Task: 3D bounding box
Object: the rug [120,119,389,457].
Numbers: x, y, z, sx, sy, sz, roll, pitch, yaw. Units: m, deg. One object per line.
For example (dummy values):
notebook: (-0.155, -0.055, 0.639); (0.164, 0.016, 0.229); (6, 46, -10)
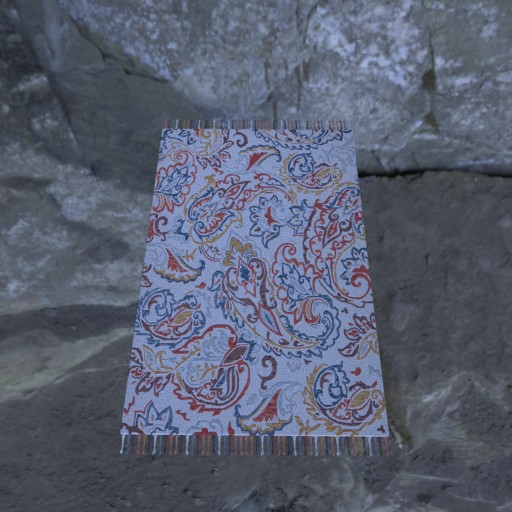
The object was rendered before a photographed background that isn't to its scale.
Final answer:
rug: (0.000, 0.000, 2.426); (1.218, 0.010, 1.997); (0, 63, 0)
